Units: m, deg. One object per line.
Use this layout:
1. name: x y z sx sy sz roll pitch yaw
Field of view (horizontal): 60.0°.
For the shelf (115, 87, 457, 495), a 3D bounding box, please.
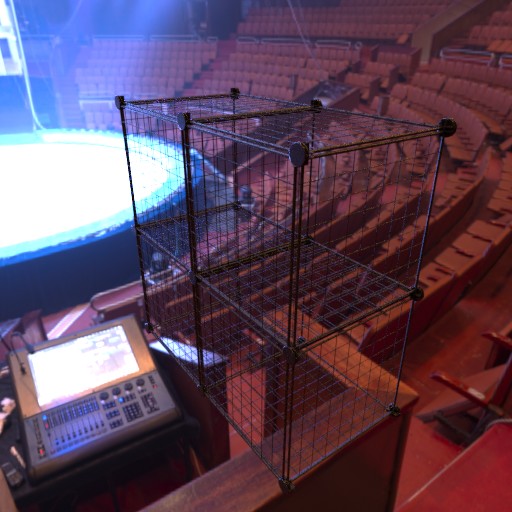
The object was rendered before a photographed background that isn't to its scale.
1. shelf: 0.000 0.000 1.093 0.356 0.711 0.711 -18 31 -32
